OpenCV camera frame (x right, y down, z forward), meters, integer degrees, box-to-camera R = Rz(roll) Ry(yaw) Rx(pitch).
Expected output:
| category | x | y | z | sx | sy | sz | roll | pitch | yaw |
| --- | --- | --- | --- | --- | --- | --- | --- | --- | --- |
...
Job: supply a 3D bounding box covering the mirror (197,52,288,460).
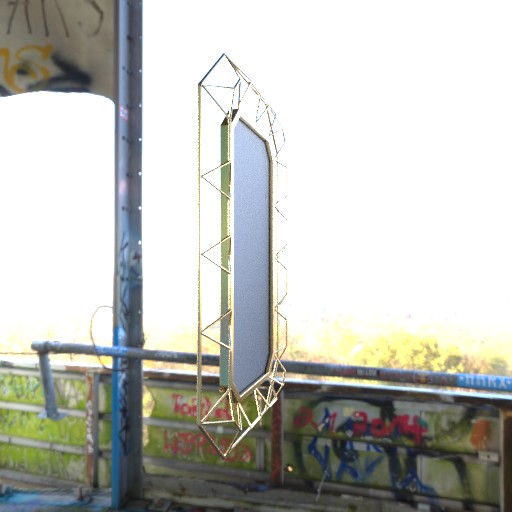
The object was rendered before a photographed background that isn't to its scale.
| category | x | y | z | sx | sy | sz | roll | pitch | yaw |
| --- | --- | --- | --- | --- | --- | --- | --- | --- | --- |
| mirror | 0.000 | 0.000 | 1.090 | 0.051 | 0.870 | 0.572 | 0 | -1 | 18 |
